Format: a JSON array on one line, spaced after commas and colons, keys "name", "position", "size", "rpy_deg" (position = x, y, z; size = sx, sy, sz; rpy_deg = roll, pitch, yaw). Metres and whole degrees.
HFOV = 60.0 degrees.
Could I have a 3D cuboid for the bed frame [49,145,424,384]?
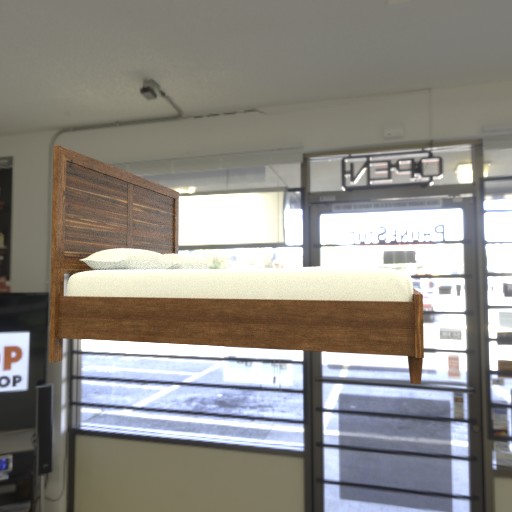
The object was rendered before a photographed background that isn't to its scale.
[{"name": "bed frame", "position": [0.000, 0.000, 3.358], "size": [2.276, 1.417, 1.696], "rpy_deg": [-1, -3, 18]}]
